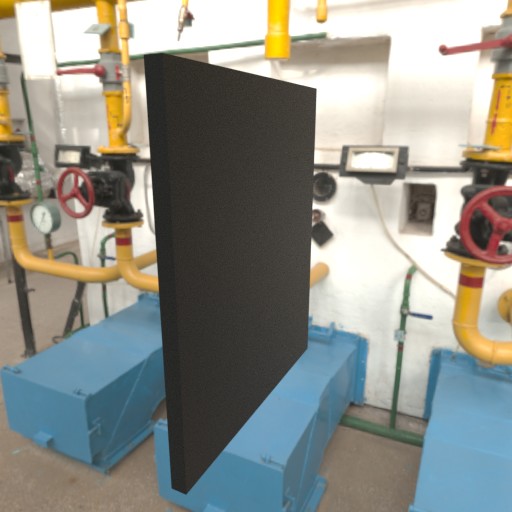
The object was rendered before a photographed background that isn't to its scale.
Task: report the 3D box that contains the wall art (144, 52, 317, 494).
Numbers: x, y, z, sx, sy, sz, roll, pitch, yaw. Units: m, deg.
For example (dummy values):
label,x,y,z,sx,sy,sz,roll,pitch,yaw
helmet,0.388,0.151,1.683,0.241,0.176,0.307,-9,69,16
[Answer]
label,x,y,z,sx,sy,sz,roll,pitch,yaw
wall art,0.000,0.000,0.669,0.023,0.505,0.428,8,18,26
